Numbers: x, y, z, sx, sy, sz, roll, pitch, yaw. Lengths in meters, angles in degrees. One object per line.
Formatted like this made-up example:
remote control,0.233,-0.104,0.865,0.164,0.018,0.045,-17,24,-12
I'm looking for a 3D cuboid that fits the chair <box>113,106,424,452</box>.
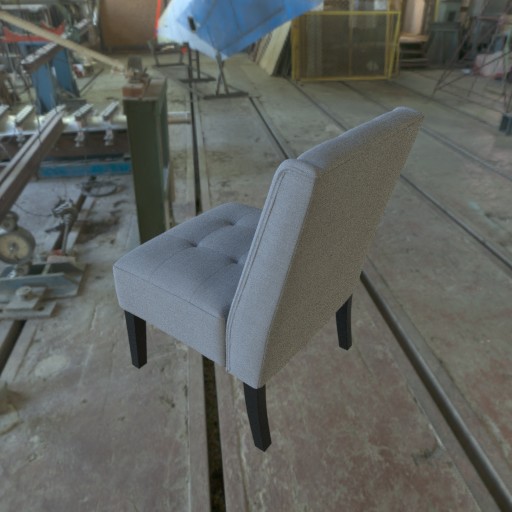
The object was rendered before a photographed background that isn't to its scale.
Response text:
chair,0.000,0.000,1.319,0.676,0.853,0.569,21,37,31
